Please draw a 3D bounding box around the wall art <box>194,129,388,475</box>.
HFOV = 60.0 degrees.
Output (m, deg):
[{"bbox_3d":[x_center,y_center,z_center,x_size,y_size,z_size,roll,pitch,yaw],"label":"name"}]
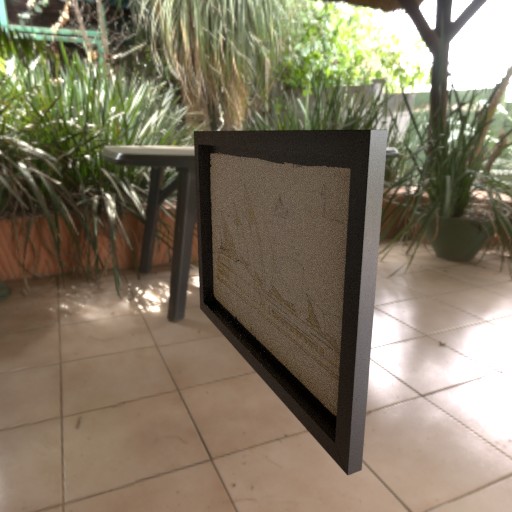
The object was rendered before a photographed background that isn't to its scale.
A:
[{"bbox_3d":[0.000,0.000,0.840,0.027,0.458,0.657,-7,17,-24],"label":"wall art"}]
